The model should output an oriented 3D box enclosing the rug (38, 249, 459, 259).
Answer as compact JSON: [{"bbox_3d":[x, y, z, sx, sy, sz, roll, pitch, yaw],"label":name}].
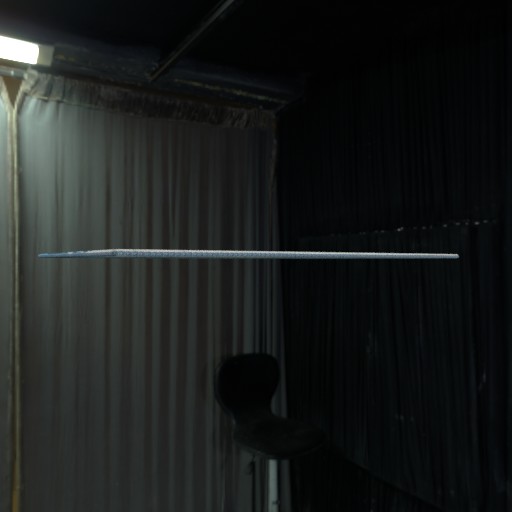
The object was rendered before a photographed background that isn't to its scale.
[{"bbox_3d":[0.000,0.000,3.007,2.450,0.027,1.540,0,-1,-36],"label":"rug"}]
